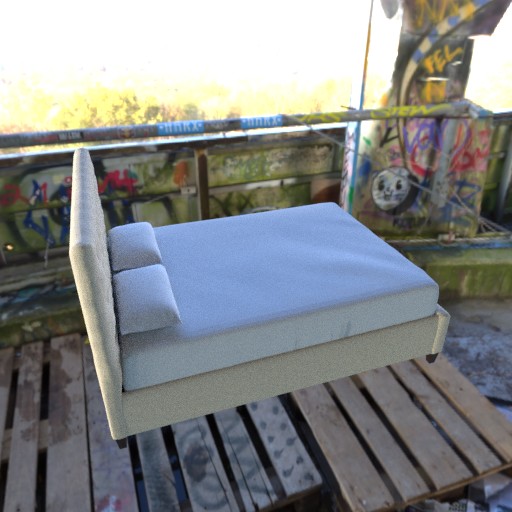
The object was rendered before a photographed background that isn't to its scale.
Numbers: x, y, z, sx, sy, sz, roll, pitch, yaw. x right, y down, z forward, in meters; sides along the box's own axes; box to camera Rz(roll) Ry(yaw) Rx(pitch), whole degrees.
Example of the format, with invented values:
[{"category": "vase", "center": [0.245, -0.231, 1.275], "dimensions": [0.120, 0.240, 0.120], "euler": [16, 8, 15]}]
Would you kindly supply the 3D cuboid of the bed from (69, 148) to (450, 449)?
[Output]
[{"category": "bed", "center": [0.000, 0.000, 3.370], "dimensions": [2.387, 1.427, 1.698], "euler": [-10, 31, -16]}]
